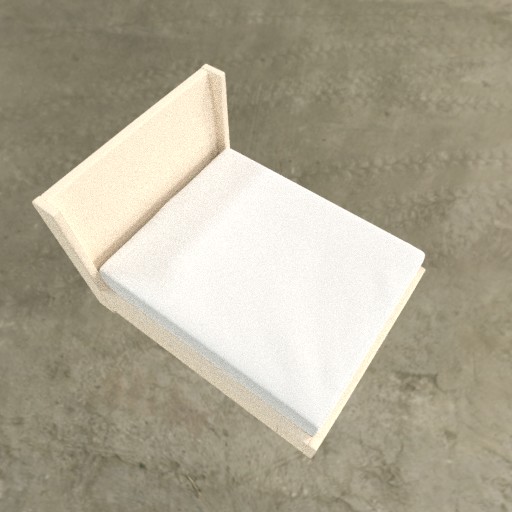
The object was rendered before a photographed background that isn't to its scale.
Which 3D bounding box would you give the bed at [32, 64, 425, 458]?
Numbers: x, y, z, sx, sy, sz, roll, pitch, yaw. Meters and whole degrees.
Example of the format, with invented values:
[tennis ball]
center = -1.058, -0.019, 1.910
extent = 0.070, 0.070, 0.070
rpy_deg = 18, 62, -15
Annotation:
[bed]
center = 0.000, 0.000, 3.474
extent = 2.280, 1.471, 1.765
rpy_deg = 32, 63, 18
